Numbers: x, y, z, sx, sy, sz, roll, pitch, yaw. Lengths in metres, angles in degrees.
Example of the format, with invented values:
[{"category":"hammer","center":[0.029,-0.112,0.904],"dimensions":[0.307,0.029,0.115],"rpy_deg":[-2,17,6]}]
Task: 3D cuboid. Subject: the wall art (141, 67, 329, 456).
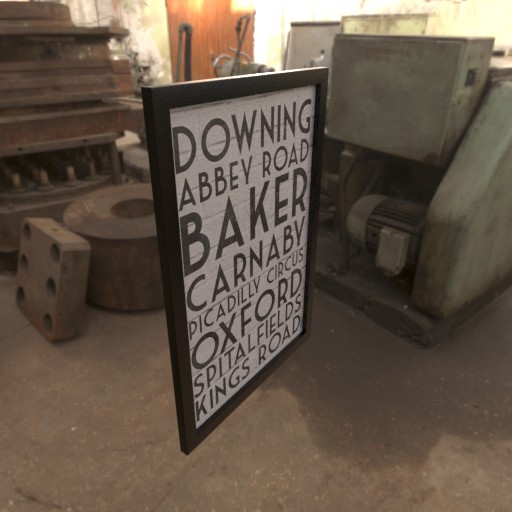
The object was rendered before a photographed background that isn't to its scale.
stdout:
[{"category":"wall art","center":[0.000,0.000,0.864],"dimensions":[0.019,0.656,0.462],"rpy_deg":[18,32,32]}]
